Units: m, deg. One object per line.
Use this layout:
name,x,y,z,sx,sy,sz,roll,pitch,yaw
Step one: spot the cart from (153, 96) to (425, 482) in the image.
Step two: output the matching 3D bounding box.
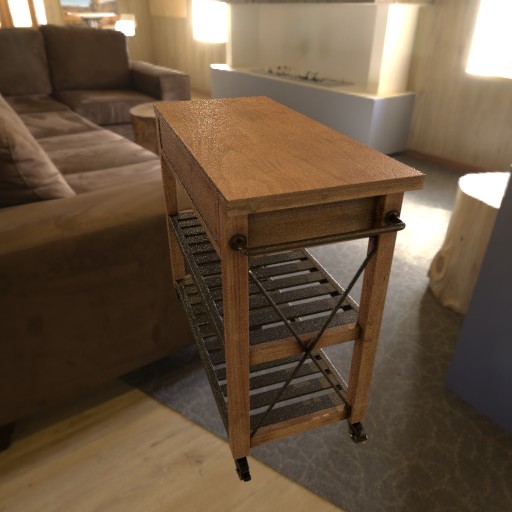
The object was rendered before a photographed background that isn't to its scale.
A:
cart,0.000,0.000,0.976,0.298,0.554,0.686,-10,31,-17
